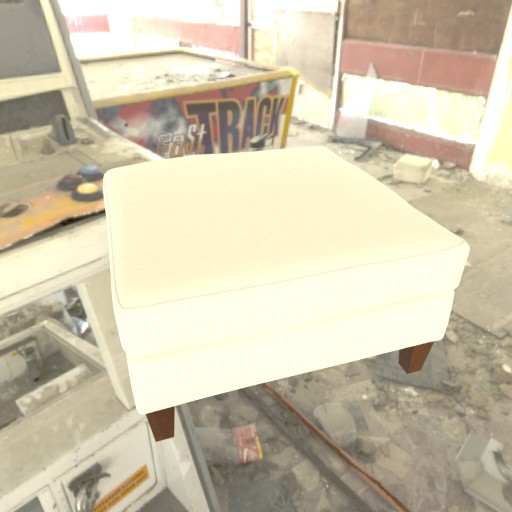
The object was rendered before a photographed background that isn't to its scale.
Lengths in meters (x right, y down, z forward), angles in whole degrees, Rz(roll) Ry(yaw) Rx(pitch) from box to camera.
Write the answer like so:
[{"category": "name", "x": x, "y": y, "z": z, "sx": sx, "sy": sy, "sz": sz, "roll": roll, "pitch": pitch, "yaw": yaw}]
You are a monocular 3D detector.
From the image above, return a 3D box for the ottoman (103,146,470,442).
[{"category": "ottoman", "x": 0.000, "y": 0.000, "z": 1.375, "sx": 0.838, "sy": 0.479, "sz": 0.838, "roll": -10, "pitch": 33, "yaw": -15}]
